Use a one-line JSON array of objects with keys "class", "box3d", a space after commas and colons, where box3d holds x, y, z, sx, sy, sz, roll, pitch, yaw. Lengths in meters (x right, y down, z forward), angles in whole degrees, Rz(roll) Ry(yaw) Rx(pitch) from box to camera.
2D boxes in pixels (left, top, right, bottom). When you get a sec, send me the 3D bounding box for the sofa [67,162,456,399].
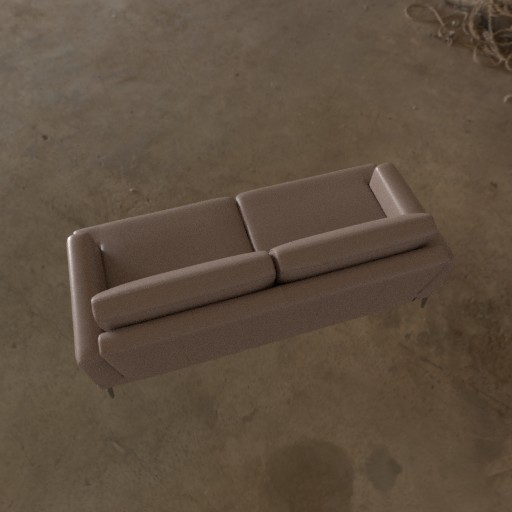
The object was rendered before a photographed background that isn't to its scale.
[{"class": "sofa", "box3d": [0.000, 0.000, 2.450, 1.940, 0.765, 0.974, -14, 57, -9]}]
